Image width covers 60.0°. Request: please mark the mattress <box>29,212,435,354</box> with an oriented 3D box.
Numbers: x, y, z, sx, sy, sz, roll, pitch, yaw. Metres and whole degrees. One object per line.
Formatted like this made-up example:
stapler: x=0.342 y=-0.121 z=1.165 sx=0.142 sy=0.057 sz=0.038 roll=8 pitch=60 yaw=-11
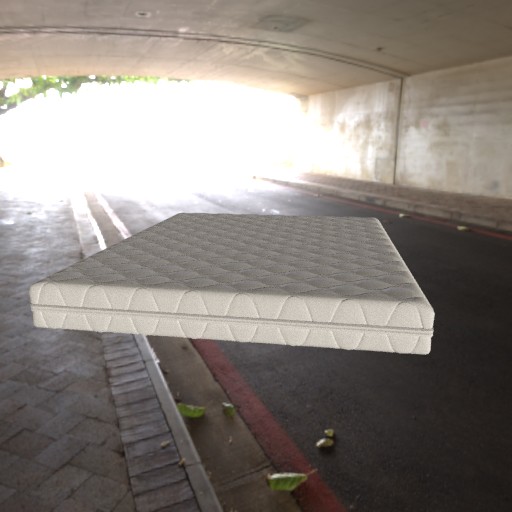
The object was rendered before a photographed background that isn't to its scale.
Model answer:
mattress: x=0.000 y=0.000 z=2.612 sx=1.600 sy=0.200 sz=1.900 roll=2 pitch=15 yaw=9
